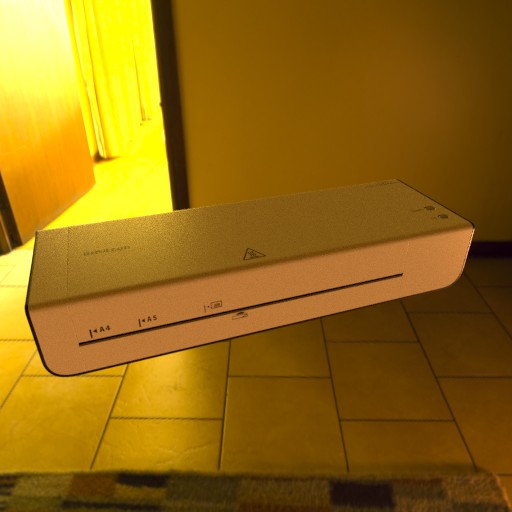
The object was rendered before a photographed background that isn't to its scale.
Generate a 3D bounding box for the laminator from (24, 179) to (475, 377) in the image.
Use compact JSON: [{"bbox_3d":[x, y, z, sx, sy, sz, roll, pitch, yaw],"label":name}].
[{"bbox_3d":[0.000,0.000,0.380,0.340,0.062,0.123,-10,33,-17],"label":"laminator"}]
